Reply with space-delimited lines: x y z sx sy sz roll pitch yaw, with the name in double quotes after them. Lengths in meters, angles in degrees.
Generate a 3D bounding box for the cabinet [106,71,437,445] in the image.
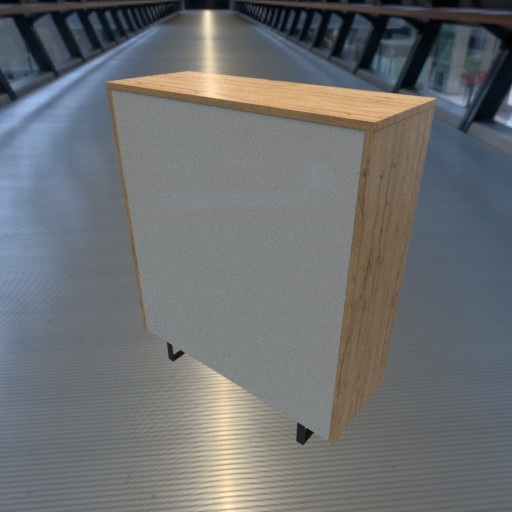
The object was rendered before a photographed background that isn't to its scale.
0.000 0.000 1.957 1.168 1.397 0.473 21 35 33 "cabinet"
